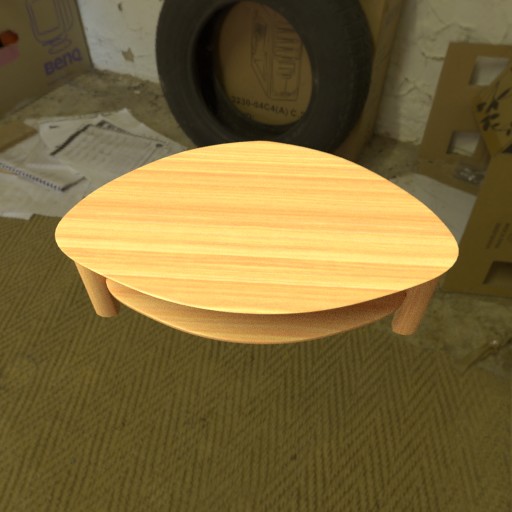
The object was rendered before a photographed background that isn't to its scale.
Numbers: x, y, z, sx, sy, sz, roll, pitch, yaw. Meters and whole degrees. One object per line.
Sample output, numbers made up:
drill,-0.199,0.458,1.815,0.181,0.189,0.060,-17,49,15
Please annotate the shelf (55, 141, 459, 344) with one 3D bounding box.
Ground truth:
shelf,0.000,0.000,1.618,1.246,0.440,0.845,3,46,3
